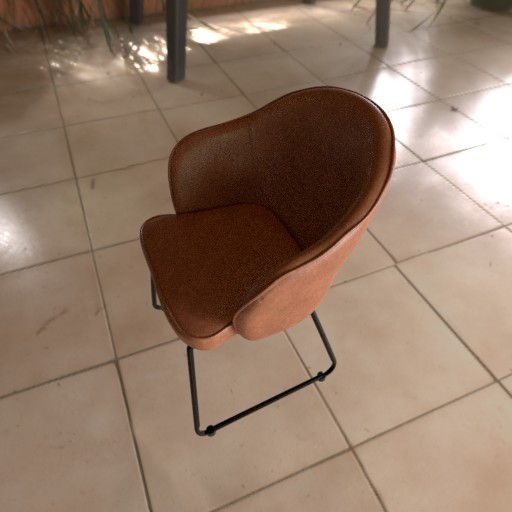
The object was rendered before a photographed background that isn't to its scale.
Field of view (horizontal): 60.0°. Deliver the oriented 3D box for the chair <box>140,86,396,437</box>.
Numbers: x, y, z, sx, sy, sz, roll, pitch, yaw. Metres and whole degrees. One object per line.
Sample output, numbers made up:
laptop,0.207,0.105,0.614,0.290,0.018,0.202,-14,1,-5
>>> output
chair,0.000,0.000,1.210,0.580,0.785,0.582,-18,48,-17
